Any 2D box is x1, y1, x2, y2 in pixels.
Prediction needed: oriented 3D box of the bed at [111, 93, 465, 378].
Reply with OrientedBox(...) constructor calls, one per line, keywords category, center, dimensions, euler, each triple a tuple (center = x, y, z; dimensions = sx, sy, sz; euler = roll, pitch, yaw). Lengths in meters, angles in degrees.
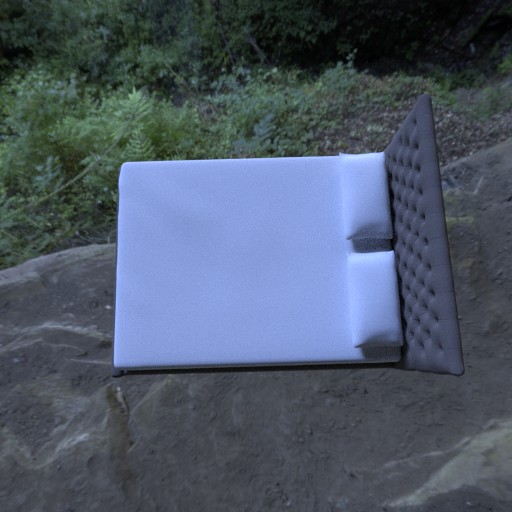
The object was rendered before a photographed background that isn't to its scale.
OrientedBox(category="bed", center=(0.000, 0.000, 3.227), dimensions=(2.233, 1.426, 1.696), euler=(-2, 78, 0))
